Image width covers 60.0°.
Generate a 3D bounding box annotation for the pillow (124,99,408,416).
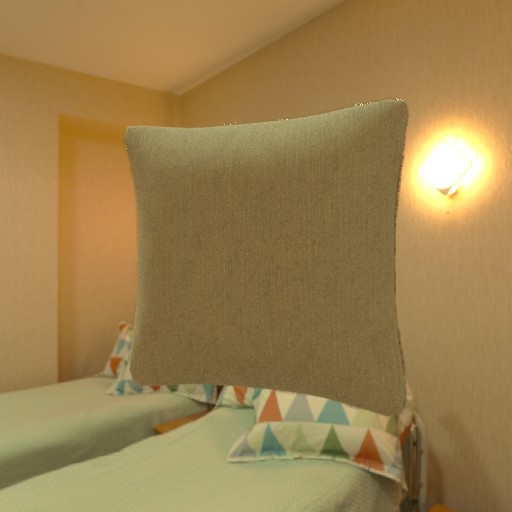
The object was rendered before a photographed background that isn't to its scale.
[{"bbox_3d":[0.000,0.000,0.822,0.538,0.525,0.216,0,0,18],"label":"pillow"}]
